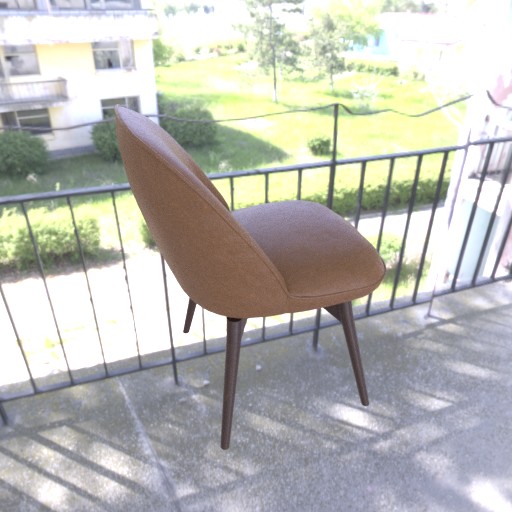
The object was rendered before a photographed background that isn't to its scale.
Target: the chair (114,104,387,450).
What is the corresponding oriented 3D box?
[{"bbox_3d":[0.000,0.000,1.225,0.631,0.831,0.521,-10,32,-17],"label":"chair"}]
